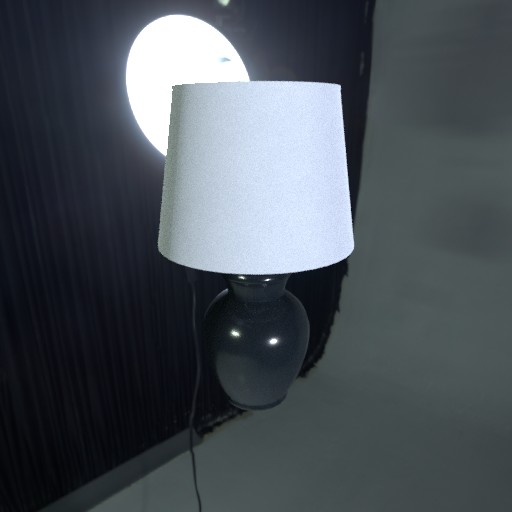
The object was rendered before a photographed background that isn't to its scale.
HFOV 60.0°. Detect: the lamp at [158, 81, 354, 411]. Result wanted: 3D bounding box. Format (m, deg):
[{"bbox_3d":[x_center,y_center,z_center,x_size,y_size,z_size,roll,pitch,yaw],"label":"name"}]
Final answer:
[{"bbox_3d":[0.000,0.000,0.559,0.239,0.399,0.239,0,18,0],"label":"lamp"}]
